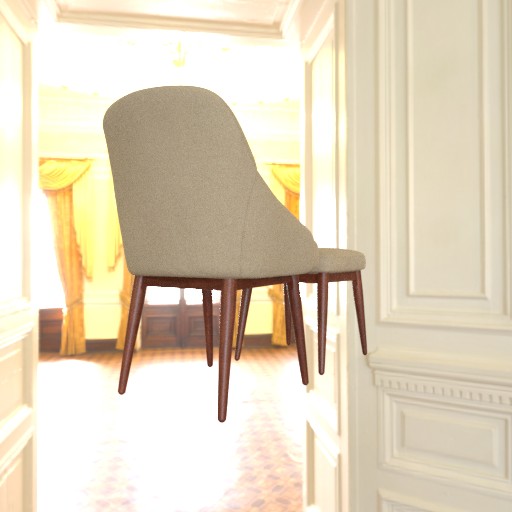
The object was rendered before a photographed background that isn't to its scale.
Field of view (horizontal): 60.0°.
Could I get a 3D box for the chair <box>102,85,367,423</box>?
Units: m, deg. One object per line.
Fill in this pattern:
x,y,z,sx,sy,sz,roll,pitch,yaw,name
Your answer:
0.000,0.000,1.617,0.584,0.866,1.114,0,0,36,chair
